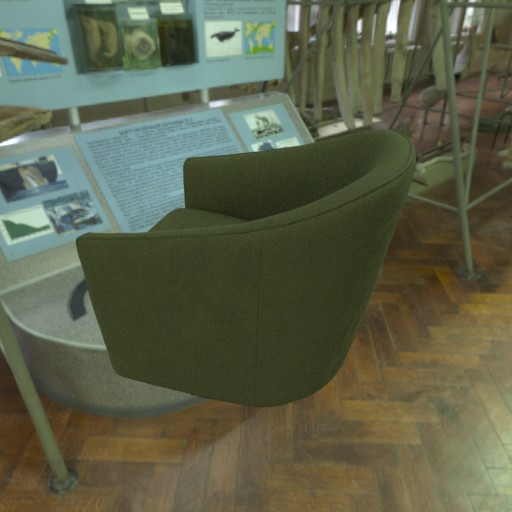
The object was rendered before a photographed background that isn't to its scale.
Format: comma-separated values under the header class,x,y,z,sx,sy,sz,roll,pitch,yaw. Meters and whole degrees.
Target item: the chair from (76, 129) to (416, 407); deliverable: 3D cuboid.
class,x,y,z,sx,sy,sz,roll,pitch,yaw
chair,0.000,0.000,1.455,0.875,0.799,0.747,9,32,15
